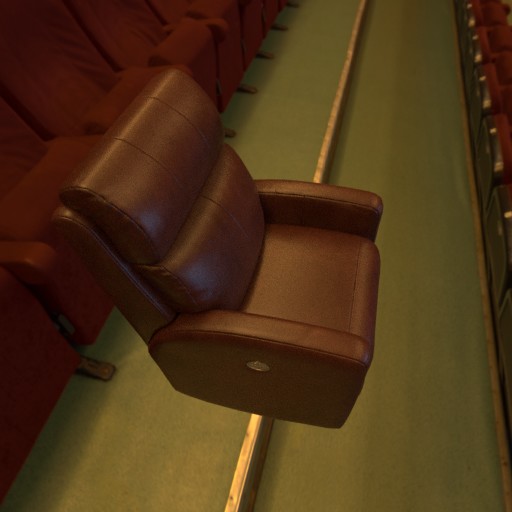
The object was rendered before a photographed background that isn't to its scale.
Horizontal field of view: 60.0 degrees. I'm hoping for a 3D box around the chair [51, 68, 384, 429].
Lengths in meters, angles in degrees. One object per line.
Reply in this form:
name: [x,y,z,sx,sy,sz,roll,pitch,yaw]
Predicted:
chair: [0.000,0.000,1.601,0.939,1.016,0.787,10,49,9]
